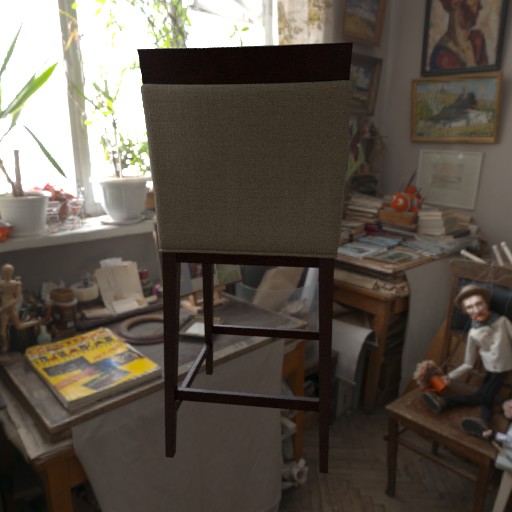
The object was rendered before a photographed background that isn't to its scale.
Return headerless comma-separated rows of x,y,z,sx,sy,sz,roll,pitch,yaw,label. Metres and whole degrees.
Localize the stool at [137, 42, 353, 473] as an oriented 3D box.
0.000,0.000,1.238,0.463,1.011,0.480,2,15,8,stool
